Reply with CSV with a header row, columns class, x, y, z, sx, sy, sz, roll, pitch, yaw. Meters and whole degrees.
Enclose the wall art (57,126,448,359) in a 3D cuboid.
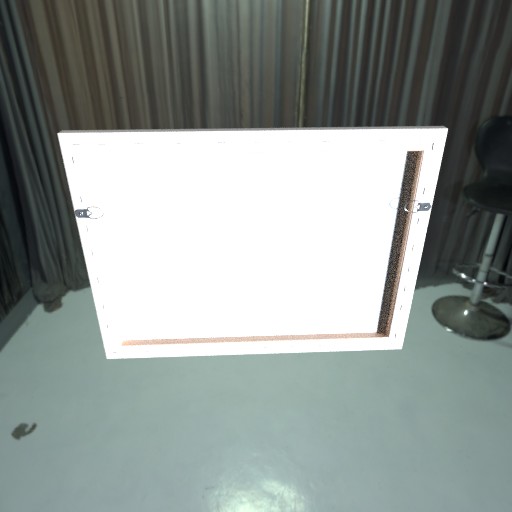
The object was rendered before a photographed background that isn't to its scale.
class,x,y,z,sx,sy,sz,roll,pitch,yaw
wall art,0.000,0.000,1.618,1.219,0.912,0.042,-1,29,-2
